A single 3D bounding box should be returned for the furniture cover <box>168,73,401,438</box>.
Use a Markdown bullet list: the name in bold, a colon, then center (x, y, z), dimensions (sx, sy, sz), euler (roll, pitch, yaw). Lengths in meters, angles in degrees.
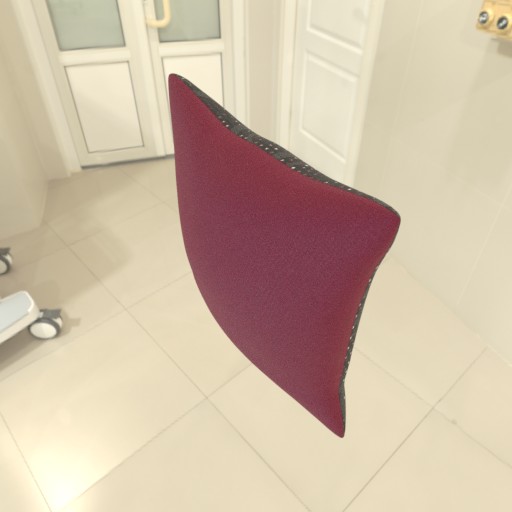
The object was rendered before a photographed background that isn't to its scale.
- **furniture cover**: center (0.000, 0.000, 0.819), dimensions (0.193, 0.509, 0.552), euler (-25, 48, -26)
